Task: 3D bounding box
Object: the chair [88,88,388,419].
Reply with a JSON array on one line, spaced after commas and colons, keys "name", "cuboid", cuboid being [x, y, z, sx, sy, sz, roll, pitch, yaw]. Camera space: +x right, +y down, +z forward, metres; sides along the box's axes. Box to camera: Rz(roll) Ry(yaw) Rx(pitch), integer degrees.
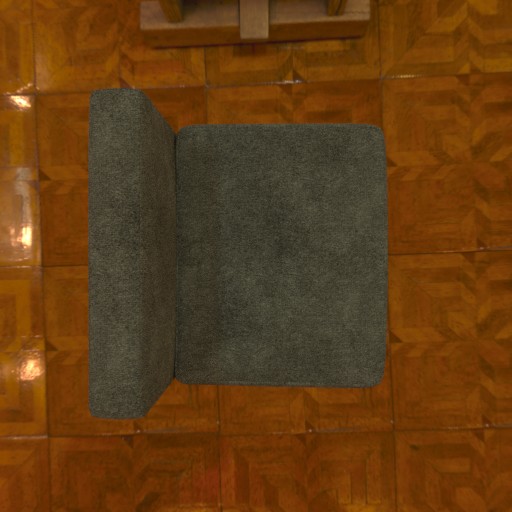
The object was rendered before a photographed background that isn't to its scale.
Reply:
[{"name": "chair", "cuboid": [0.000, 0.000, 1.194, 0.680, 0.660, 0.680, 0, 90, 2]}]
